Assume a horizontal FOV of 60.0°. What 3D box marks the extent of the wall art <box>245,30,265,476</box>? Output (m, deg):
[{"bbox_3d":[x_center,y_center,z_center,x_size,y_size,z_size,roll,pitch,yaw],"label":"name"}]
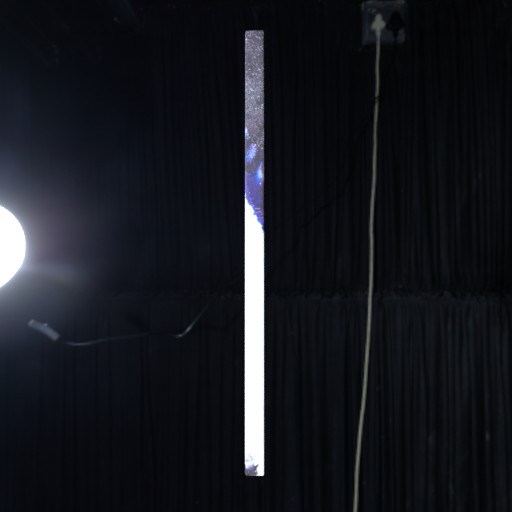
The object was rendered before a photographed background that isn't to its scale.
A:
[{"bbox_3d":[0.000,0.000,1.321,0.038,0.885,0.887,0,-2,0],"label":"wall art"}]
